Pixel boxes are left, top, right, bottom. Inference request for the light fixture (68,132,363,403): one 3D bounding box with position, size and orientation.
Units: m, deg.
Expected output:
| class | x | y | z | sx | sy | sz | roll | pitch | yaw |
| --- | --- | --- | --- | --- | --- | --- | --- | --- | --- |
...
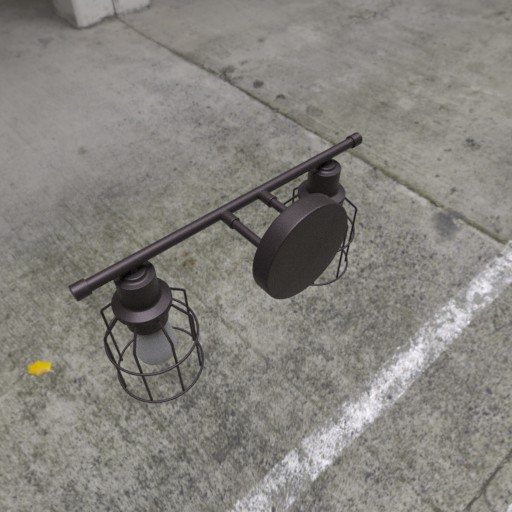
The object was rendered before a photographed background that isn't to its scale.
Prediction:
| class | x | y | z | sx | sy | sz | roll | pitch | yaw |
| --- | --- | --- | --- | --- | --- | --- | --- | --- | --- |
| light fixture | 0.000 | 0.000 | 0.541 | 0.406 | 0.254 | 0.165 | -32 | 55 | -27 |
